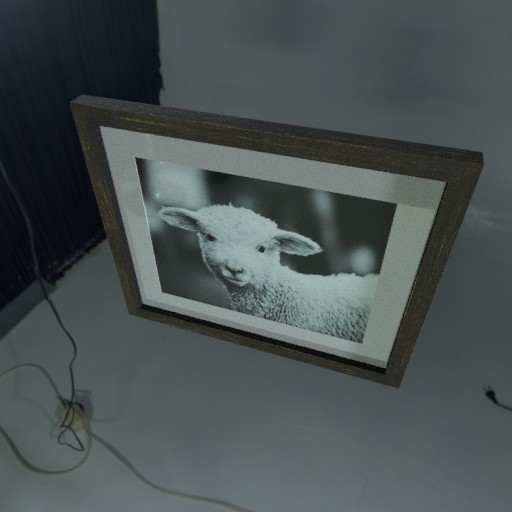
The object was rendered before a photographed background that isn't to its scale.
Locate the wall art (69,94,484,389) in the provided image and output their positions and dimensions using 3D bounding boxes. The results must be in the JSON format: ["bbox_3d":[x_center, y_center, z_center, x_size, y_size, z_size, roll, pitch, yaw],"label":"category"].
[{"bbox_3d":[0.000,0.000,0.733,0.558,0.457,0.032,13,43,14],"label":"wall art"}]
